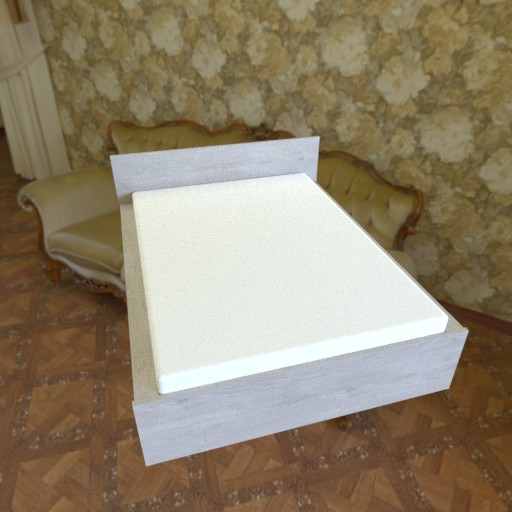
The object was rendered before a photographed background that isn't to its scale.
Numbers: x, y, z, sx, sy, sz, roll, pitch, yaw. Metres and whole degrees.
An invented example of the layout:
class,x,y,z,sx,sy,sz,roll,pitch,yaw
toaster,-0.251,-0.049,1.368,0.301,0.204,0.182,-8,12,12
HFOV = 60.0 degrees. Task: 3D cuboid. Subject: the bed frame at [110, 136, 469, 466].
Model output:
class,x,y,z,sx,sy,sz,roll,pitch,yaw
bed frame,0.000,0.000,2.803,1.622,0.800,1.960,-9,34,-14
